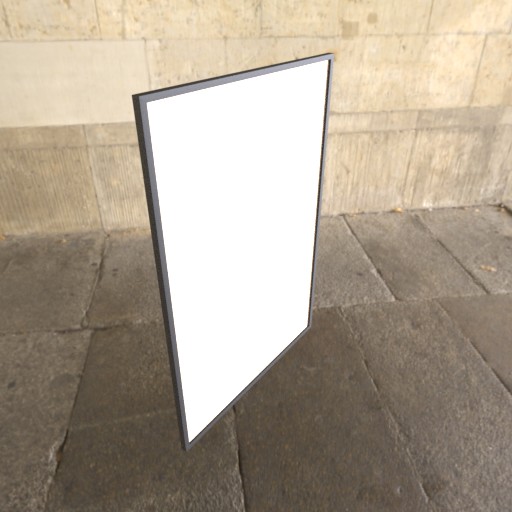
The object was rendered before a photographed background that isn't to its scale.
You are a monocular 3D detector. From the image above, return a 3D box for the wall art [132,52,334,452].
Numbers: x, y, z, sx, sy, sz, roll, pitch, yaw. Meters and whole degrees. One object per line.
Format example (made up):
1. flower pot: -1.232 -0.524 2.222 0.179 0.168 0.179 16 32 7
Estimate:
1. wall art: 0.000 0.000 0.836 0.013 0.657 0.457 22 38 31
